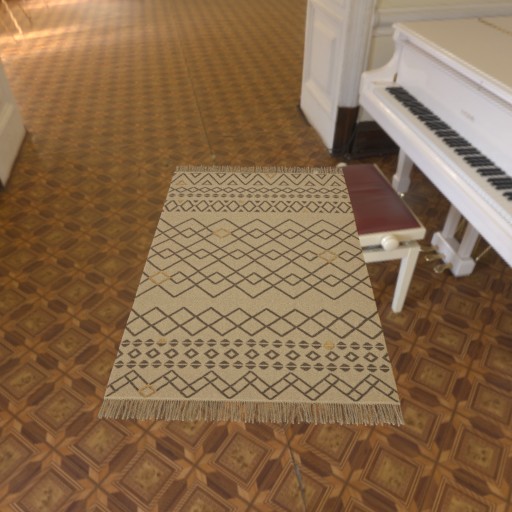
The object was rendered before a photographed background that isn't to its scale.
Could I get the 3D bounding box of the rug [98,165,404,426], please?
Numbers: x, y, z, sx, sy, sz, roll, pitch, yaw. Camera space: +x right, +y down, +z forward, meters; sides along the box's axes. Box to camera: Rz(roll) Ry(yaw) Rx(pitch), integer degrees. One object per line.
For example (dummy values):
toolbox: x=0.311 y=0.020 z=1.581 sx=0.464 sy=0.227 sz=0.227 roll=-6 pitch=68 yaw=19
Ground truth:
rug: x=0.000 y=0.000 z=3.068 sx=1.495 sy=0.035 sz=2.472 roll=1 pitch=41 yaw=1
